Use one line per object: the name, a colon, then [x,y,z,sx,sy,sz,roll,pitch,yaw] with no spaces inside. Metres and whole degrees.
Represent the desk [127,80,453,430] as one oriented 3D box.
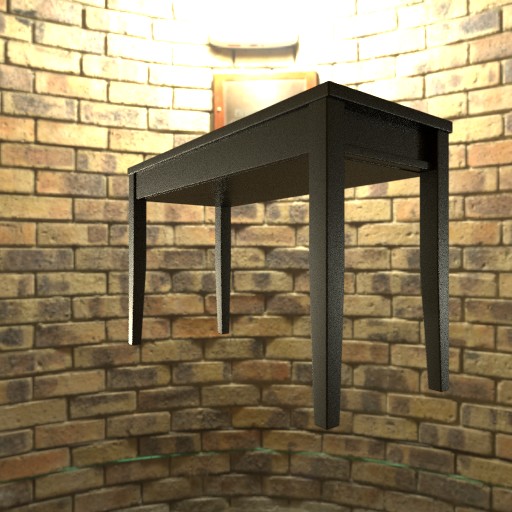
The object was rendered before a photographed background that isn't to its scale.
desk: [0.000,0.000,1.613,0.508,0.775,1.220,0,0,-37]
